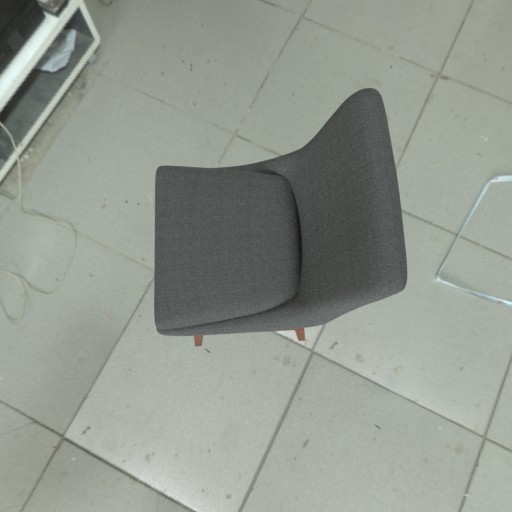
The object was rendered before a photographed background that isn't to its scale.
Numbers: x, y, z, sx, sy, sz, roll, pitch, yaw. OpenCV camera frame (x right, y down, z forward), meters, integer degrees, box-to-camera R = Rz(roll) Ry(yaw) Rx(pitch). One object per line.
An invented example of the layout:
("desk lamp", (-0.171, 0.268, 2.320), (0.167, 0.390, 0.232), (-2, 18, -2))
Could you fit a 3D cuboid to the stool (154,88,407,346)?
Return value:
("stool", (0.000, 0.000, 1.262), (0.524, 0.977, 0.447), (-3, 75, -1))
